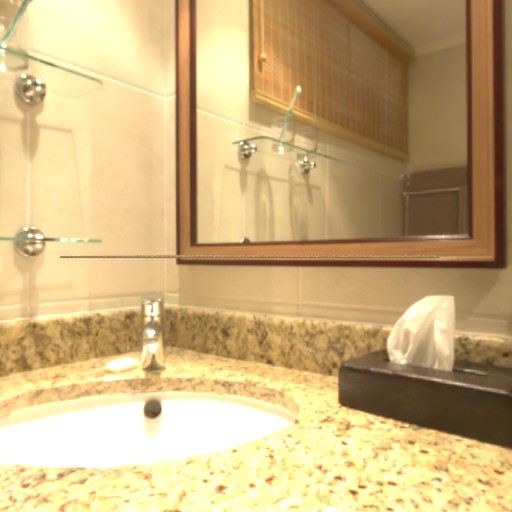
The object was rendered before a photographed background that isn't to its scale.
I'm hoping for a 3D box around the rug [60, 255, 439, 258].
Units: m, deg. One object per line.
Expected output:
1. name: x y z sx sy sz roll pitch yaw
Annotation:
1. rug: 0.000 0.000 1.075 0.556 0.004 0.868 0 0 2
